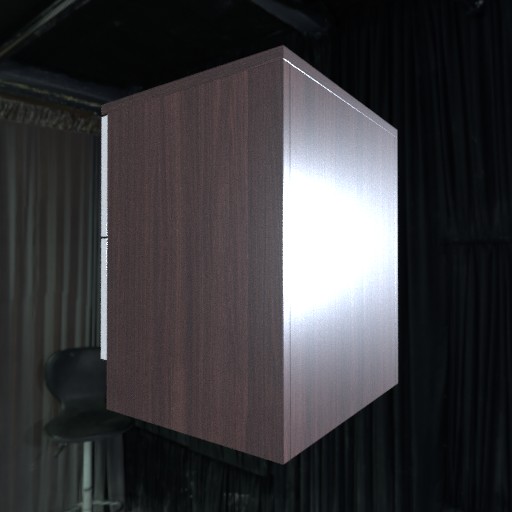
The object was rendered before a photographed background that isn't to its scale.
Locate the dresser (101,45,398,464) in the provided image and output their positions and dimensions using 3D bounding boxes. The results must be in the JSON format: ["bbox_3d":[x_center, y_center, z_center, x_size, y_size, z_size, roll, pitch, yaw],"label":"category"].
[{"bbox_3d":[0.000,0.000,0.763,0.360,0.470,0.400,0,-1,35],"label":"dresser"}]
